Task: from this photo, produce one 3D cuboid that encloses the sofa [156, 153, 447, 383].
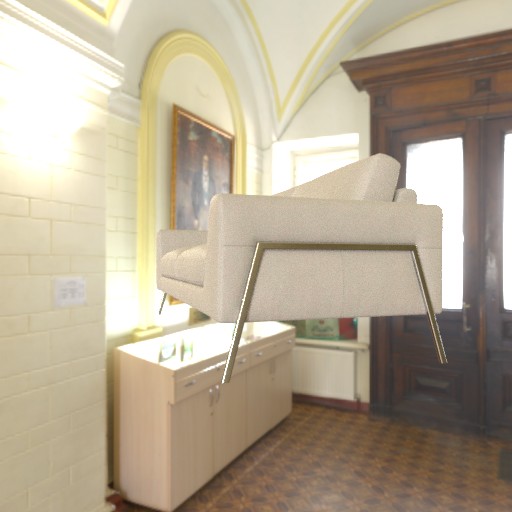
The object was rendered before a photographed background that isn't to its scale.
[{"bbox_3d":[0.000,0.000,2.578,0.953,0.875,2.017,0,-1,-19],"label":"sofa"}]
